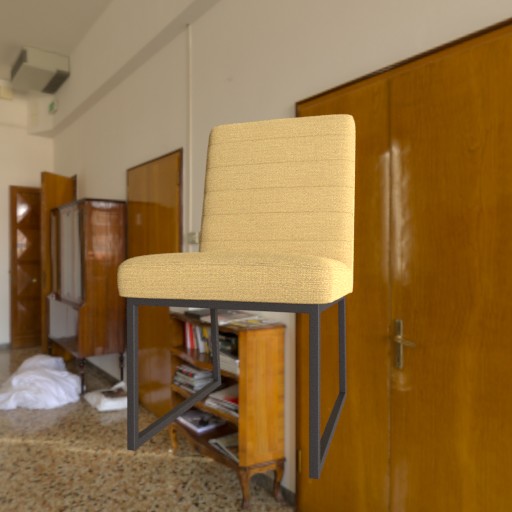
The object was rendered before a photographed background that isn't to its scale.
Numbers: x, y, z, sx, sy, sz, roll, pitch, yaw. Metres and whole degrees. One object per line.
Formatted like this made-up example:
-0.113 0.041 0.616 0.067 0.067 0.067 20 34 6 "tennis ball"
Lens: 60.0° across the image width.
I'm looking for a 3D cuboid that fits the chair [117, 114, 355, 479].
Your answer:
0.000 0.000 1.278 0.520 0.930 0.634 0 1 17 "chair"
